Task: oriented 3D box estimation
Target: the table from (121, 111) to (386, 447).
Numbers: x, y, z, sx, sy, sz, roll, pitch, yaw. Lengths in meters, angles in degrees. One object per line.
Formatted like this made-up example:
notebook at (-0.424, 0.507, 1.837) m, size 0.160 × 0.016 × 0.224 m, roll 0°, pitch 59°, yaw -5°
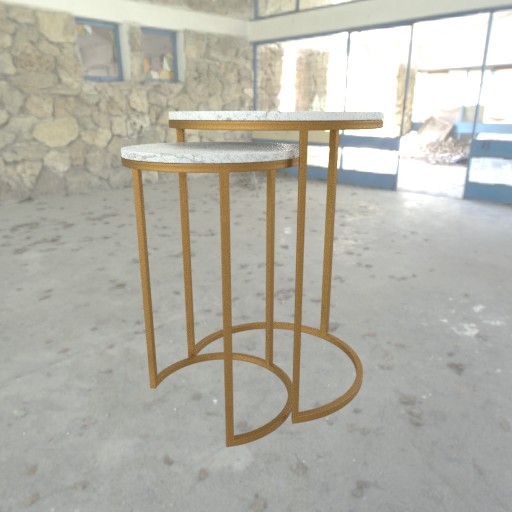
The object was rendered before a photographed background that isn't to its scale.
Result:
table at (0.000, 0.000, 0.888) m, size 0.507 × 0.550 × 0.400 m, roll -17°, pitch 24°, yaw -42°
